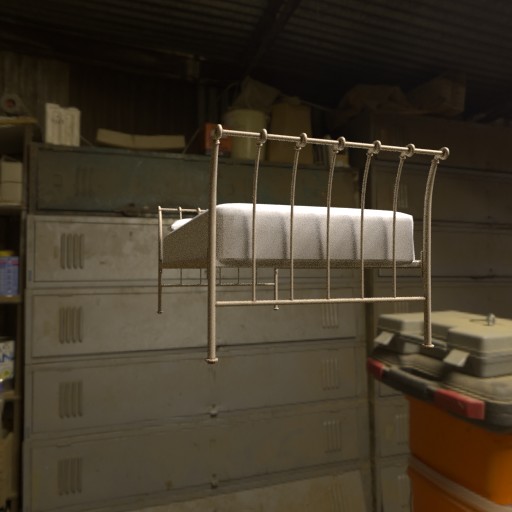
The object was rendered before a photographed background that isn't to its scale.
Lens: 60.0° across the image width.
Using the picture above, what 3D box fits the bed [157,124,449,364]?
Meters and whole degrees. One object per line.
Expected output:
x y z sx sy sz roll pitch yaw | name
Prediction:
0.000 0.000 2.761 1.032 0.873 2.228 1 -2 -18 | bed
